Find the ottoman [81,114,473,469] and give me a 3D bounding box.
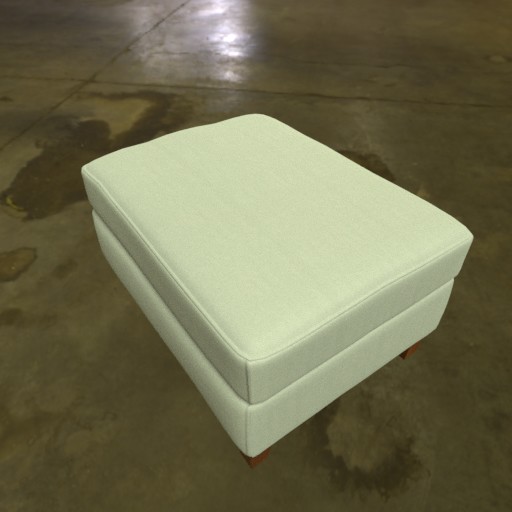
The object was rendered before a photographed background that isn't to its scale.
[{"bbox_3d":[0.000,0.000,1.200,0.634,0.496,0.818,-25,46,-26],"label":"ottoman"}]
